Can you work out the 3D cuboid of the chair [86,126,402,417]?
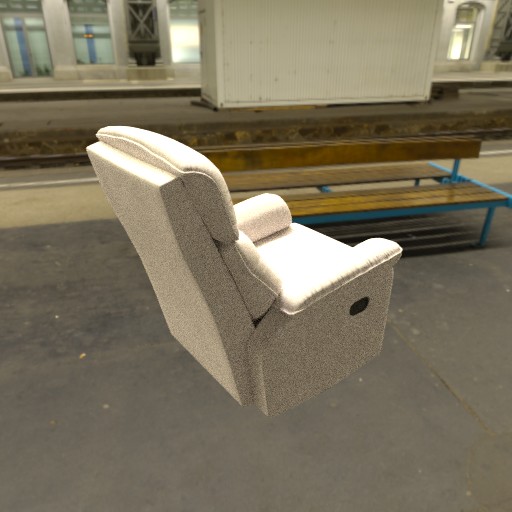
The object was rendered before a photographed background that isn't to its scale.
[{"bbox_3d":[0.000,0.000,1.736,1.001,1.039,0.820,-18,31,-33],"label":"chair"}]
